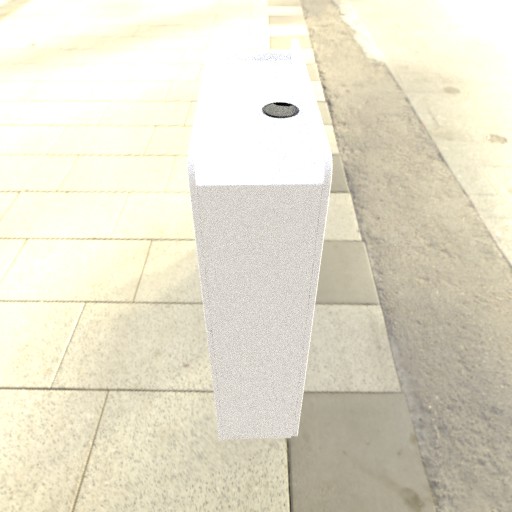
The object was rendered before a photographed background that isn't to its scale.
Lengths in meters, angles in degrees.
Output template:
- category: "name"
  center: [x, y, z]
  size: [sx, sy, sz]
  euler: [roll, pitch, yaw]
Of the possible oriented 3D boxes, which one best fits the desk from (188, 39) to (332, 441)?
- category: "desk"
  center: [0.000, 0.000, 1.523]
  size: [0.278, 1.190, 0.795]
  euler: [-1, 42, -1]
